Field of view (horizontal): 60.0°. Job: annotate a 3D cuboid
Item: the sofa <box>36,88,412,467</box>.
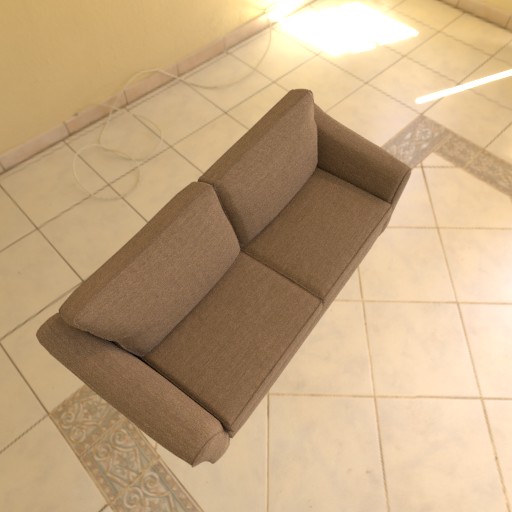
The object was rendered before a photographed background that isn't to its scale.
[{"bbox_3d":[0.000,0.000,2.659,0.980,0.965,2.270,32,63,18],"label":"sofa"}]
